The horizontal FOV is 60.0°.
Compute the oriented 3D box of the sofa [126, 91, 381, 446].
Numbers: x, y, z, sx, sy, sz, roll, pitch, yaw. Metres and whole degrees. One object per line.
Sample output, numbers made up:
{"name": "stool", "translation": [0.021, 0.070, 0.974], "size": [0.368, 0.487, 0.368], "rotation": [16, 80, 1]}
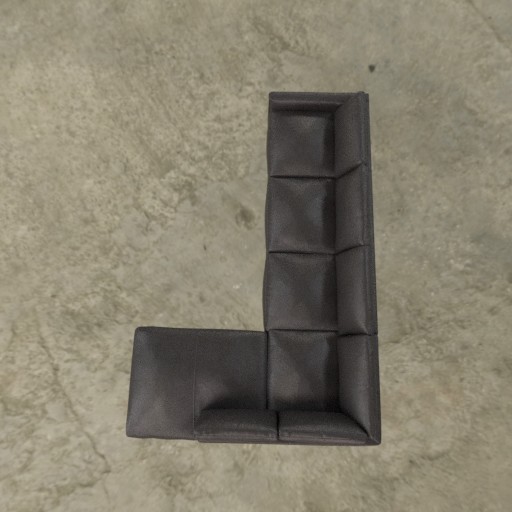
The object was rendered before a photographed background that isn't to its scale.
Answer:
{"name": "sofa", "translation": [0.000, 0.000, 3.813], "size": [1.938, 0.877, 2.984], "rotation": [2, 76, 0]}
